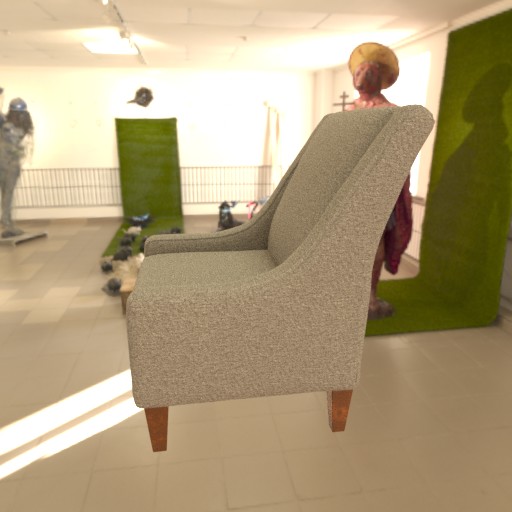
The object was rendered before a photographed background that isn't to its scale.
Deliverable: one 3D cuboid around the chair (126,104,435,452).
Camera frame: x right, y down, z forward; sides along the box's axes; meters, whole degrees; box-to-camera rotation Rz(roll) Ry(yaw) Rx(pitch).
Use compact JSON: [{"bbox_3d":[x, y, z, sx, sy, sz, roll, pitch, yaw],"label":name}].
[{"bbox_3d":[0.000,0.000,1.604,0.870,1.016,0.774,-3,16,-9],"label":"chair"}]
